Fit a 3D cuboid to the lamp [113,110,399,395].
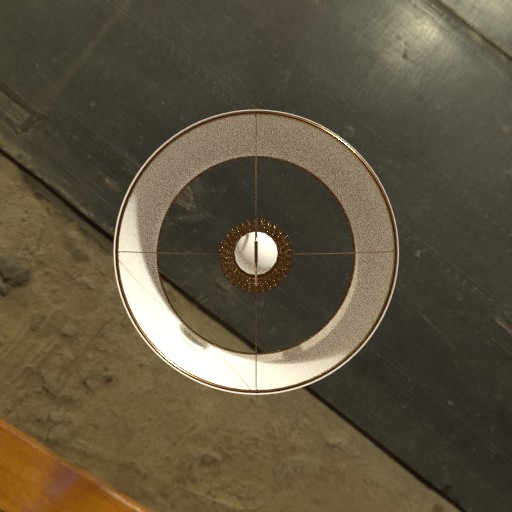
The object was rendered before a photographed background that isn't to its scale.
[{"bbox_3d":[0.000,0.000,0.632,0.252,0.483,0.252,0,89,0],"label":"lamp"}]
